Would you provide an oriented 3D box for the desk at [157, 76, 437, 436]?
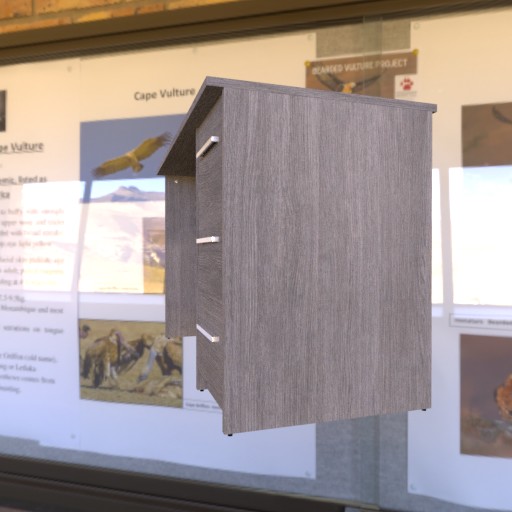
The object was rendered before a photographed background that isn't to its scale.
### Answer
[{"bbox_3d":[0.000,0.000,1.501,0.560,0.735,1.097,0,1,-18],"label":"desk"}]
